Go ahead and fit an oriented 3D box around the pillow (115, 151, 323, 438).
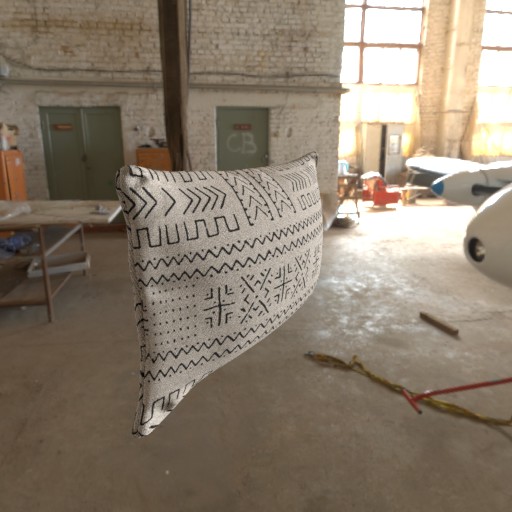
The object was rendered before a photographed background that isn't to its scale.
[{"bbox_3d":[0.000,0.000,0.797,0.188,0.352,0.637,8,17,26],"label":"pillow"}]
